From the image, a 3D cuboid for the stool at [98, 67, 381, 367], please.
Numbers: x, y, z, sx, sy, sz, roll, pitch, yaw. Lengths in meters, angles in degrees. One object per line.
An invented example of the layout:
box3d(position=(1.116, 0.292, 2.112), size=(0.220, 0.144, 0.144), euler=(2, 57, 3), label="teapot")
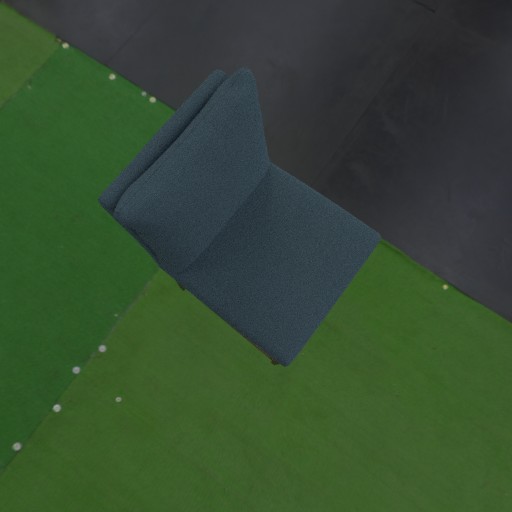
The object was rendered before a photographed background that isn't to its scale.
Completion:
box3d(position=(0.000, 0.000, 1.440), size=(0.568, 1.124, 0.463), euler=(37, 78, 9), label="stool")
